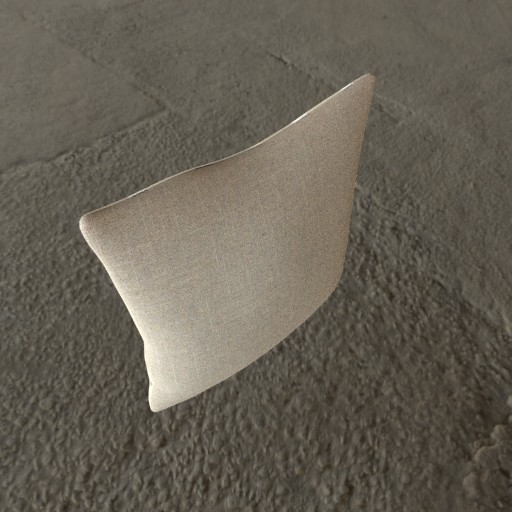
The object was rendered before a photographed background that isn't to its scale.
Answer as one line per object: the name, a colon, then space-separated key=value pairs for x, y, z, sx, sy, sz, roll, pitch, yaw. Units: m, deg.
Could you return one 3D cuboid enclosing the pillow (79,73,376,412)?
pillow: x=0.000 y=0.000 z=0.858 sx=0.578 sy=0.558 sz=0.192 roll=-32 pitch=55 yaw=-27
